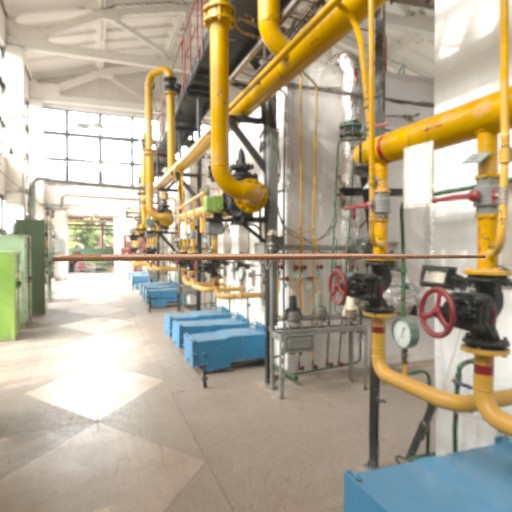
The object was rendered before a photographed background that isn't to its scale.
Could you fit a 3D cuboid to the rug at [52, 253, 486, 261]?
[{"bbox_3d":[0.000,0.000,2.322,1.829,0.014,1.219,0,1,-19],"label":"rug"}]
